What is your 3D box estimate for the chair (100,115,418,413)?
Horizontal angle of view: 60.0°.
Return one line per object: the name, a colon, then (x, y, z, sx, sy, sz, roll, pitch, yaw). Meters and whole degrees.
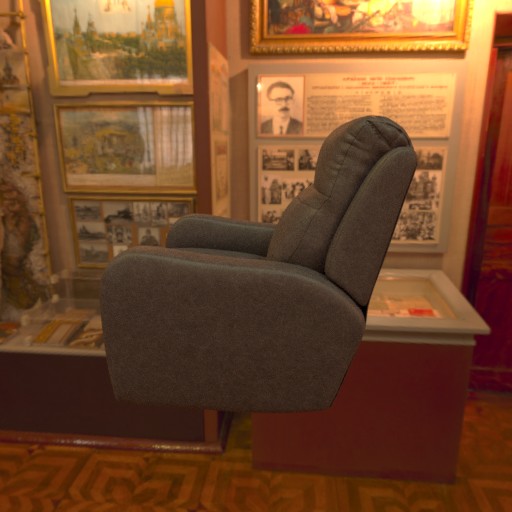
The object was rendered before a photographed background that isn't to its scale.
chair: (0.000, 0.000, 1.808, 1.067, 1.067, 0.865, 2, 15, 7)
